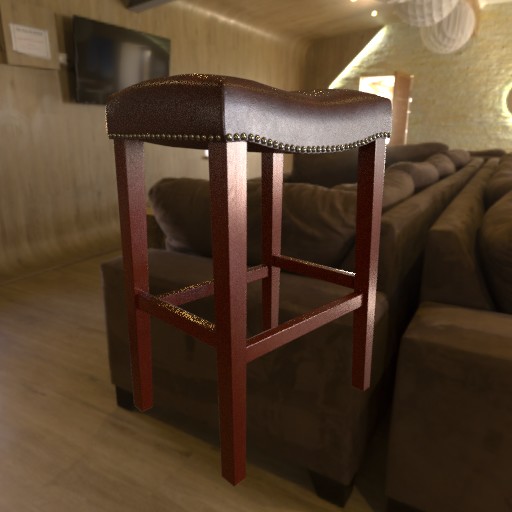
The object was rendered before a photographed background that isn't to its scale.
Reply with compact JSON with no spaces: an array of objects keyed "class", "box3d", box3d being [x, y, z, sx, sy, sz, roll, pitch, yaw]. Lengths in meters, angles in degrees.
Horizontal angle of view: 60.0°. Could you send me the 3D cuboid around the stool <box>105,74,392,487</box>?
[{"class":"stool","box3d":[0.000,0.000,1.021,0.504,0.742,0.372,-15,22,-43]}]
